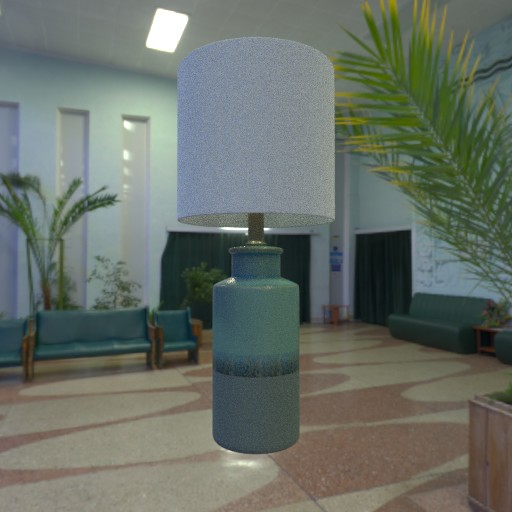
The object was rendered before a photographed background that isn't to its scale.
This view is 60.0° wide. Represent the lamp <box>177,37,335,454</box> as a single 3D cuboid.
[{"bbox_3d":[0.000,0.000,0.604,0.212,0.493,0.212,0,-1,-19],"label":"lamp"}]
